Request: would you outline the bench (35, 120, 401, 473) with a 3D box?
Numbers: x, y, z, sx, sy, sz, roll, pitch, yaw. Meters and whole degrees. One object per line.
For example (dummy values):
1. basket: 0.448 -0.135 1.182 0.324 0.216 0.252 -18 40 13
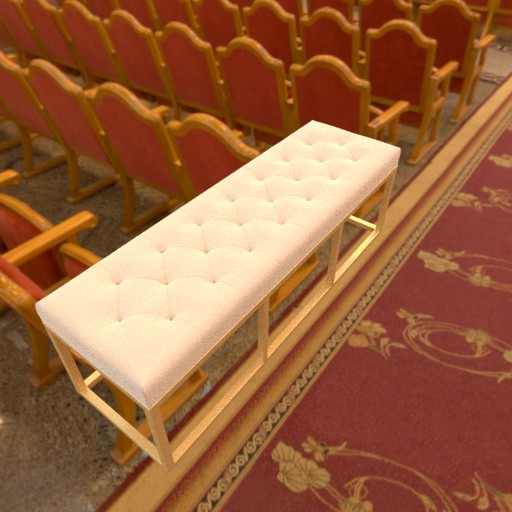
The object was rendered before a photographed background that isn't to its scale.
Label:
1. bench: 0.000 0.000 1.722 0.457 0.484 1.473 27 49 27
